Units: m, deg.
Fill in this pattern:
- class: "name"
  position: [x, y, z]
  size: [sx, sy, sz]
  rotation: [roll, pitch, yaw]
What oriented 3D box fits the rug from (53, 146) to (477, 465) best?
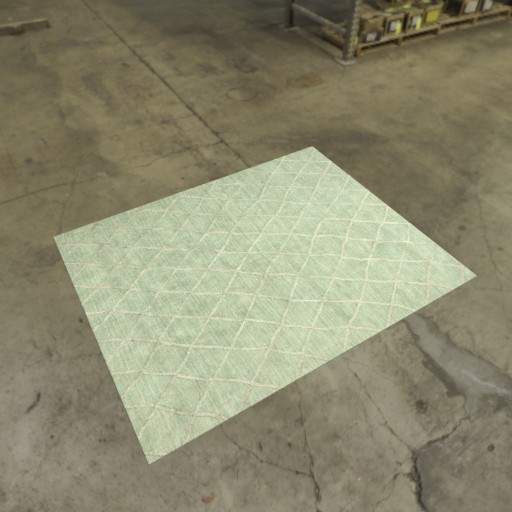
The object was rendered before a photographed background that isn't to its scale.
- class: "rug"
  position: [0.000, 0.000, 4.037]
  size: [3.039, 0.019, 2.420]
  rotation: [-24, 50, -21]
